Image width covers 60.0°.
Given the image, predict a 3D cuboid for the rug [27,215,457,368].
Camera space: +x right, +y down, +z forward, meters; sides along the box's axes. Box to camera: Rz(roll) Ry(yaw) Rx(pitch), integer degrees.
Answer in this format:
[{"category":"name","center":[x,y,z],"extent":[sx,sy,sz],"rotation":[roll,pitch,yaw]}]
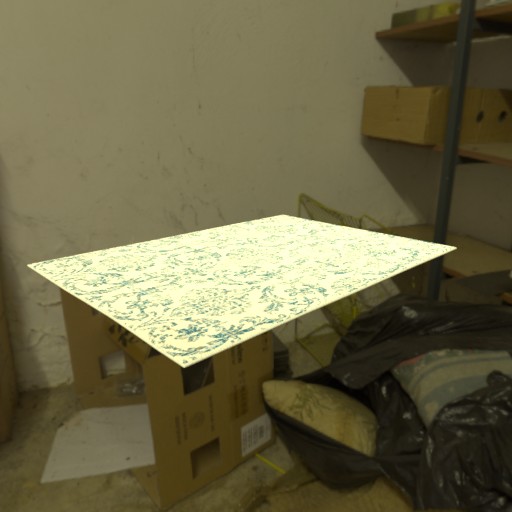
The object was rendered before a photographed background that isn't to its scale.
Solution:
[{"category":"rug","center":[0.000,0.000,2.776],"extent":[2.197,0.014,1.586],"rotation":[-15,22,-42]}]
